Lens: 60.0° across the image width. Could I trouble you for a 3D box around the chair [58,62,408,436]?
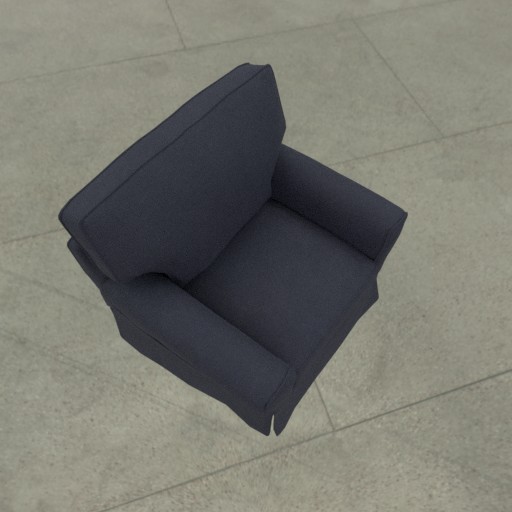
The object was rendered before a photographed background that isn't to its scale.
[{"bbox_3d":[0.000,0.000,1.952,1.002,1.140,1.119,33,63,19],"label":"chair"}]
